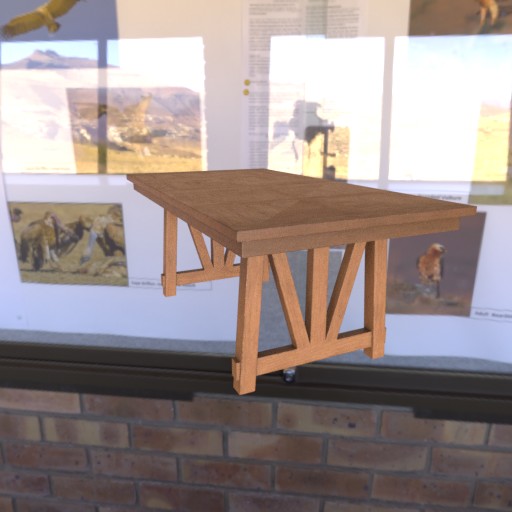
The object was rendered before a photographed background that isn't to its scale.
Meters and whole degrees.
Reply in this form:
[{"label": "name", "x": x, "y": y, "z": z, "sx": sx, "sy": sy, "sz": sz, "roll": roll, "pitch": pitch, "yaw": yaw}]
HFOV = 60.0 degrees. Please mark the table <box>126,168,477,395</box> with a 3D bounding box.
[{"label": "table", "x": 0.000, "y": 0.000, "z": 2.440, "sx": 1.016, "sy": 0.768, "sz": 1.881, "roll": -7, "pitch": 18, "yaw": -24}]
